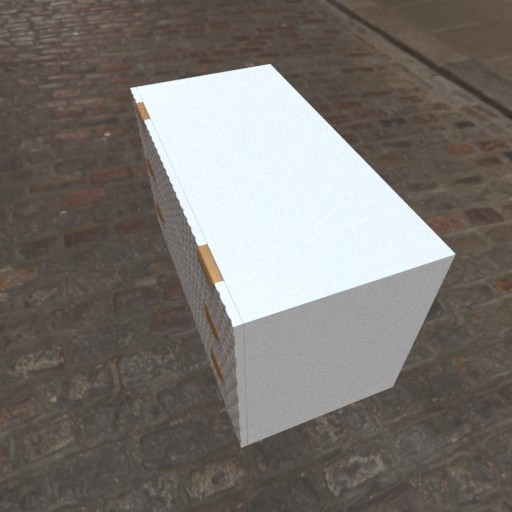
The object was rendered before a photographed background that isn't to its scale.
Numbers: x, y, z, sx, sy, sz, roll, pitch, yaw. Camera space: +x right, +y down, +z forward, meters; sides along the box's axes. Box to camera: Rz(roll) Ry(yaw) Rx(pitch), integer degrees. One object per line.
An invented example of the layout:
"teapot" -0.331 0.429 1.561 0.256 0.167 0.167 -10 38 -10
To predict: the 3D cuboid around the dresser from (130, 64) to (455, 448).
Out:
"dresser" 0.000 0.000 1.334 0.457 0.721 0.905 -16 49 -15
